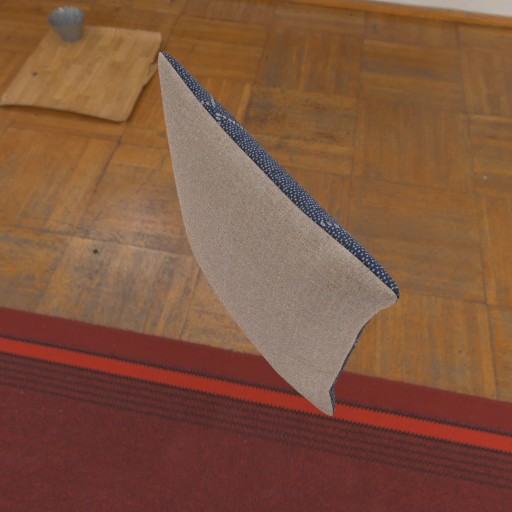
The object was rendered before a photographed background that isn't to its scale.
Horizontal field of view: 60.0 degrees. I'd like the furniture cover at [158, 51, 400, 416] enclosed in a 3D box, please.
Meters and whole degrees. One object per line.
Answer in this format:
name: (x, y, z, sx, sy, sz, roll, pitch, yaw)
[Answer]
furniture cover: (0.000, 0.000, 0.762, 0.162, 0.503, 0.511, -30, 62, -18)
